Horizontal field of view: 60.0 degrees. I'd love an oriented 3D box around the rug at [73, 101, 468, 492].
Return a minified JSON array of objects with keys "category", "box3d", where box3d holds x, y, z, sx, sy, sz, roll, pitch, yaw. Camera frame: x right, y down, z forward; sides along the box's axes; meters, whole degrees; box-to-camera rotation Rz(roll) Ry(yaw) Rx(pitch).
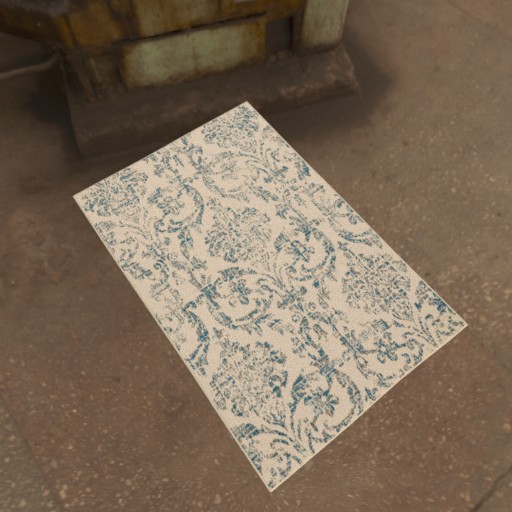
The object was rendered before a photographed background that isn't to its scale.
[{"category":"rug","box3d":[0.000,0.000,2.323,1.213,0.012,1.831,-34,68,-15]}]
